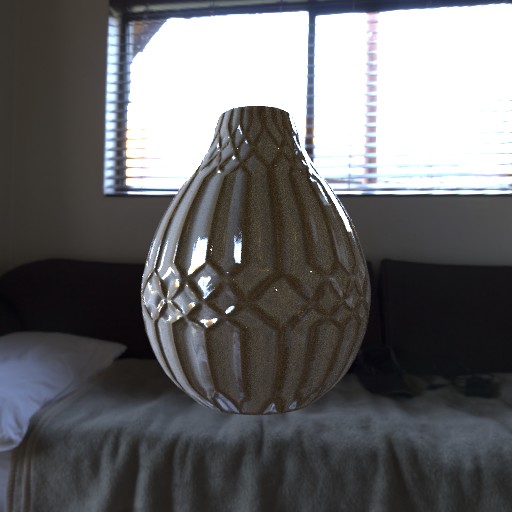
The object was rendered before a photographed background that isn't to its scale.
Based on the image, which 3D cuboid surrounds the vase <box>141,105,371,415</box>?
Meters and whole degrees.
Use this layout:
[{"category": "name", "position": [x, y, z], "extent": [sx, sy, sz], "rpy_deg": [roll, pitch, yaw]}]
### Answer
[{"category": "vase", "position": [0.000, 0.000, 0.318], "extent": [0.159, 0.200, 0.159], "rpy_deg": [0, 0, 0]}]
